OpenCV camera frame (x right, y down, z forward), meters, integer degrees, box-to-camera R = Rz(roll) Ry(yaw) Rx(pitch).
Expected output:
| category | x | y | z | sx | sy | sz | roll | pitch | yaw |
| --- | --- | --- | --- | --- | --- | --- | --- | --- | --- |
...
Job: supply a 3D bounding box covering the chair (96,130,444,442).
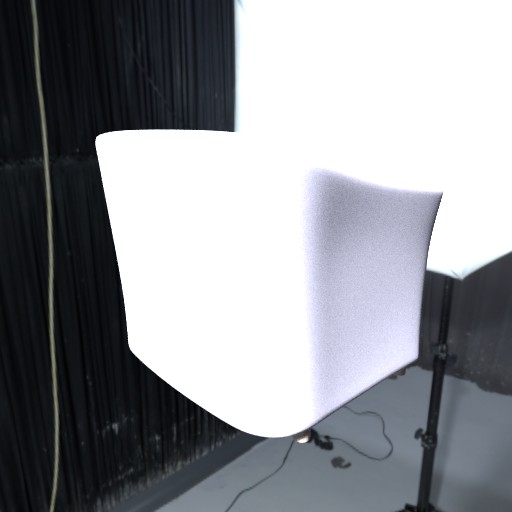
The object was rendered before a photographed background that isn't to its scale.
| category | x | y | z | sx | sy | sz | roll | pitch | yaw |
| --- | --- | --- | --- | --- | --- | --- | --- | --- | --- |
| chair | 0.000 | 0.000 | 1.322 | 0.700 | 0.720 | 0.790 | -14 | 21 | -41 |
